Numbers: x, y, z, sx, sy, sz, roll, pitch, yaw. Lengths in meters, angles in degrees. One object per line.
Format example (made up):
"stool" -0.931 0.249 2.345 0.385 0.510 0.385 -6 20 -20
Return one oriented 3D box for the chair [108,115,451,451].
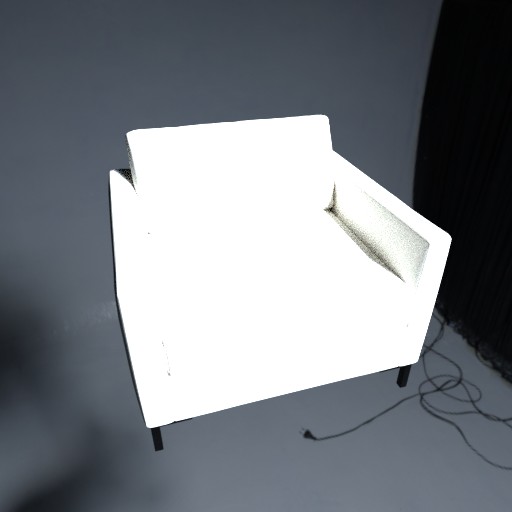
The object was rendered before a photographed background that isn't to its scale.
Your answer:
"chair" 0.000 0.000 1.598 0.964 0.806 0.875 -9 33 -14
